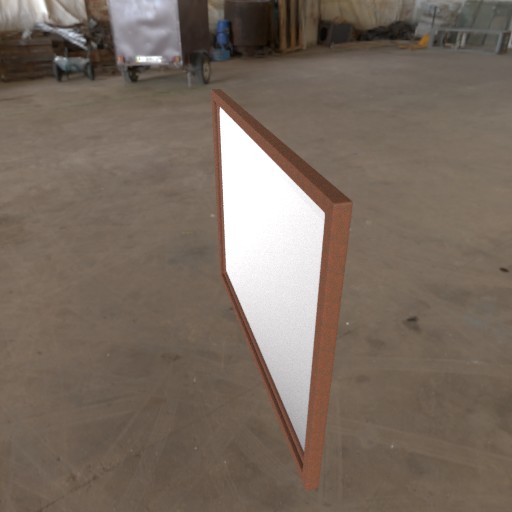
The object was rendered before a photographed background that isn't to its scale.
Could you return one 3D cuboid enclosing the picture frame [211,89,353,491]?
[{"bbox_3d":[0.000,0.000,1.737,0.045,1.018,1.329,-8,32,-14],"label":"picture frame"}]
